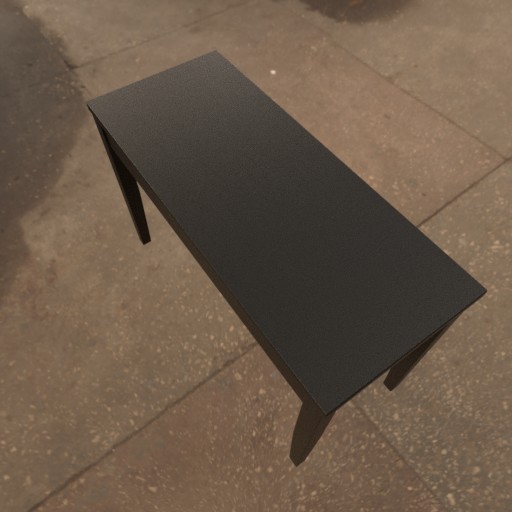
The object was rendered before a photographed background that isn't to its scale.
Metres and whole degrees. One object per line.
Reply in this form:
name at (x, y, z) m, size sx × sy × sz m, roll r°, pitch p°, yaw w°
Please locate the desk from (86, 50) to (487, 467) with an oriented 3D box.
desk at (0.000, 0.000, 1.582) m, size 0.508 × 0.775 × 1.220 m, roll -31°, pitch 62°, yaw -18°
